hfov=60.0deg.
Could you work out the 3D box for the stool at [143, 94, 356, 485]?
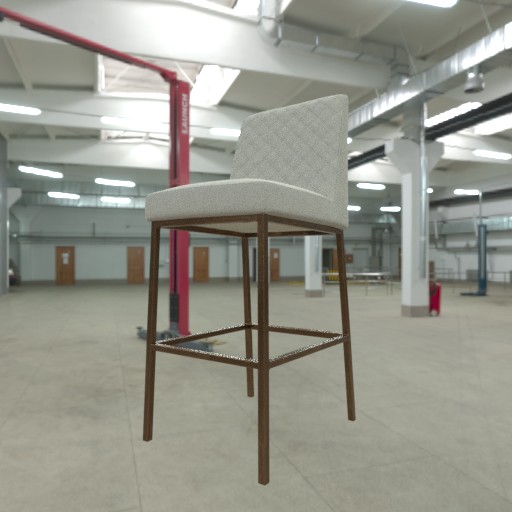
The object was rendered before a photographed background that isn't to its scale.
[{"bbox_3d":[0.000,0.000,1.390,0.462,1.084,0.546,0,0,36],"label":"stool"}]
